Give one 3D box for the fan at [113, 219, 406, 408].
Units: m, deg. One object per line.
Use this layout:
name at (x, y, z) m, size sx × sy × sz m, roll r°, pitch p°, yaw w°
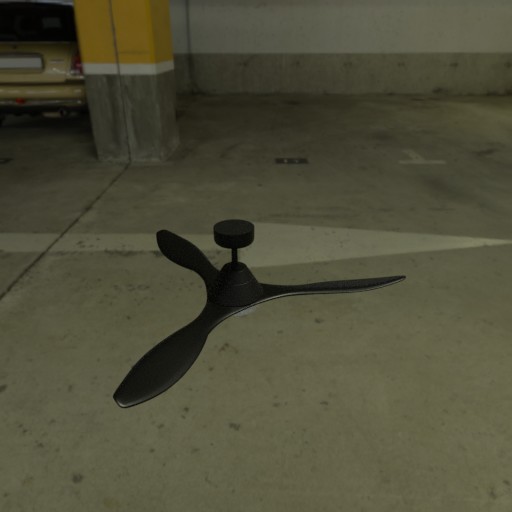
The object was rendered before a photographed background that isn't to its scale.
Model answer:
fan at (0.000, 0.000, 1.640) m, size 1.067 × 0.305 × 1.067 m, roll -8°, pitch 28°, yaw -16°
